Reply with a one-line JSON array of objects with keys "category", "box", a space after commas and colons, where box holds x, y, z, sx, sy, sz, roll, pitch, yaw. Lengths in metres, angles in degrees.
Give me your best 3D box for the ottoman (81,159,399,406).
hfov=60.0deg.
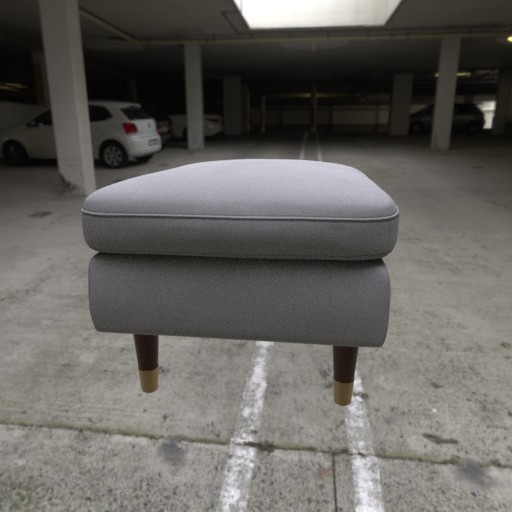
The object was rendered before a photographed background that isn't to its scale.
[{"category": "ottoman", "box": [0.000, 0.000, 1.140, 0.593, 0.478, 0.747, 2, 15, 6]}]
